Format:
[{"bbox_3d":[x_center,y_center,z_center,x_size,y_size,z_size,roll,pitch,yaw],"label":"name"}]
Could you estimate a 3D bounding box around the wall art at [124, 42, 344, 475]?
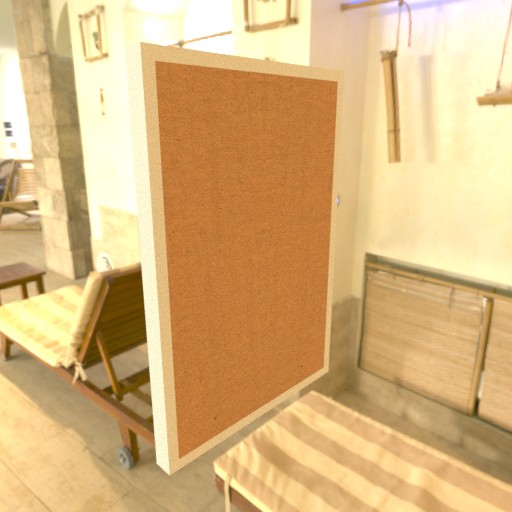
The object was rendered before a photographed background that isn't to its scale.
[{"bbox_3d":[0.000,0.000,0.527,0.025,0.428,0.293,16,23,42],"label":"wall art"}]
